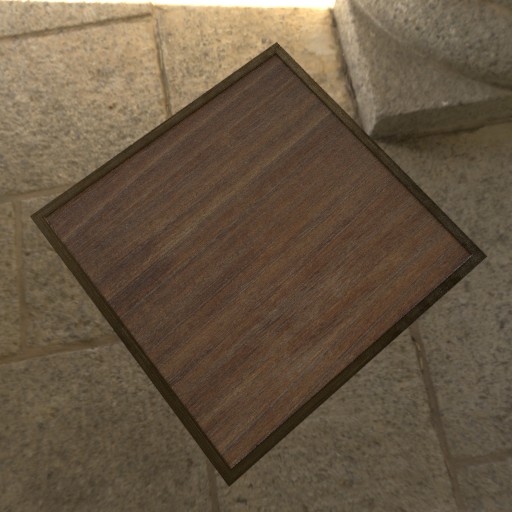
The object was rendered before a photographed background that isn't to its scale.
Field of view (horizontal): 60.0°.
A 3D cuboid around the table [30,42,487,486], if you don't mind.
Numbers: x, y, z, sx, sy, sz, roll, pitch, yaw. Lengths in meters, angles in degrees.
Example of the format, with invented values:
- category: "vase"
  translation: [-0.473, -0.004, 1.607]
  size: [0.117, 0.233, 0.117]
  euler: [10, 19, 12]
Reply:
- category: "table"
  translation: [0.000, 0.000, 1.450]
  size: [0.909, 0.451, 0.899]
  euler: [-39, 79, -9]
